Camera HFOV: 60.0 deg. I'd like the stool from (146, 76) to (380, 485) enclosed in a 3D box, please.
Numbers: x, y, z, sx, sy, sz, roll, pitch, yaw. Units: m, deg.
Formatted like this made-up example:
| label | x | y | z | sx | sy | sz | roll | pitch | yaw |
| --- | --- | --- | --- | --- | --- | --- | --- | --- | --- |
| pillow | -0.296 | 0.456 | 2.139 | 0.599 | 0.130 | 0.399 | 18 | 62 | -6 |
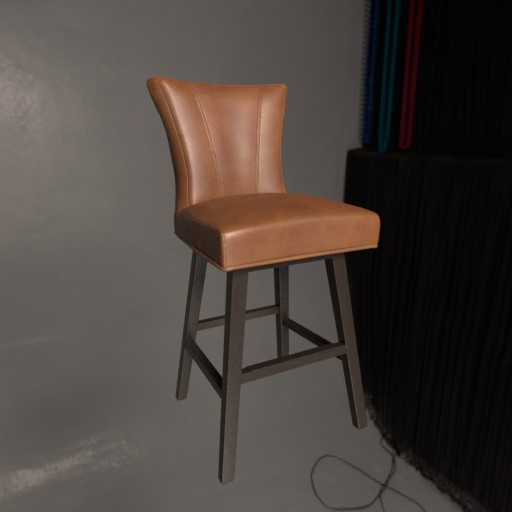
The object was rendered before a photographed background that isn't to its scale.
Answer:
| label | x | y | z | sx | sy | sz | roll | pitch | yaw |
| --- | --- | --- | --- | --- | --- | --- | --- | --- | --- |
| stool | 0.000 | 0.000 | 1.422 | 0.522 | 1.094 | 0.585 | -8 | 18 | -28 |
